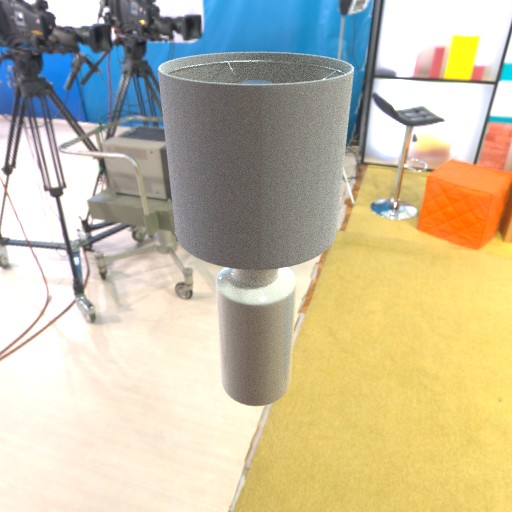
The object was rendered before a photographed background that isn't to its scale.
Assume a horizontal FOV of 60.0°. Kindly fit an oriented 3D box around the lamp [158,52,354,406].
[{"bbox_3d":[0.000,0.000,0.616,0.212,0.493,0.212,-11,34,-18],"label":"lamp"}]
